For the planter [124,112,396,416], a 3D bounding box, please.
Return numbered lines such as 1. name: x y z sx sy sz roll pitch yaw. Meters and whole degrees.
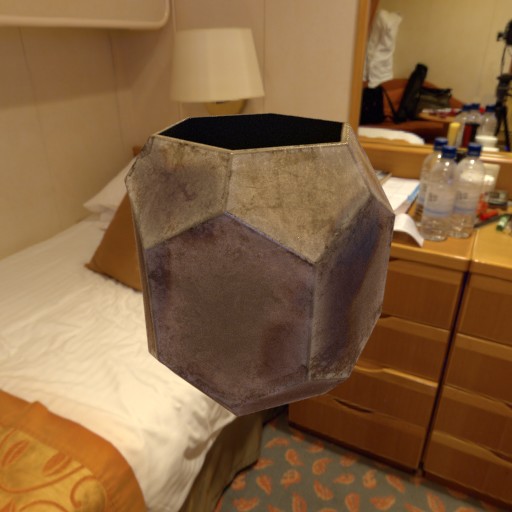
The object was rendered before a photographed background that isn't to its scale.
1. planter: 0.000 0.000 0.422 0.221 0.238 0.243 -9 28 -17
